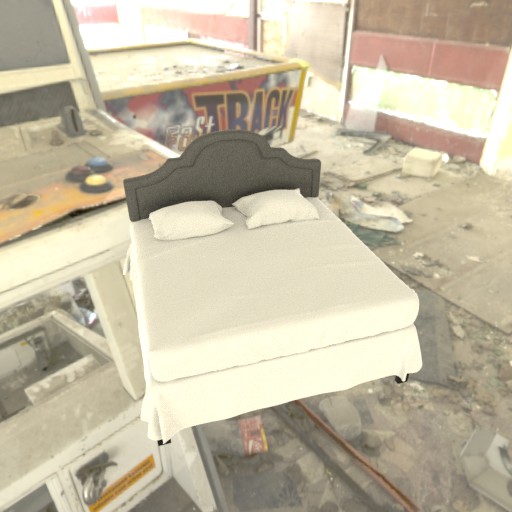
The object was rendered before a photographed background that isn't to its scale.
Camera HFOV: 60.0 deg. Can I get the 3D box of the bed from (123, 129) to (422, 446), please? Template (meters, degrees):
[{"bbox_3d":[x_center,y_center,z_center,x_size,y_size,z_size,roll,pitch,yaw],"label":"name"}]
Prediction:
[{"bbox_3d":[0.000,0.000,3.789,2.303,1.631,2.222,-9,33,-14],"label":"bed"}]
